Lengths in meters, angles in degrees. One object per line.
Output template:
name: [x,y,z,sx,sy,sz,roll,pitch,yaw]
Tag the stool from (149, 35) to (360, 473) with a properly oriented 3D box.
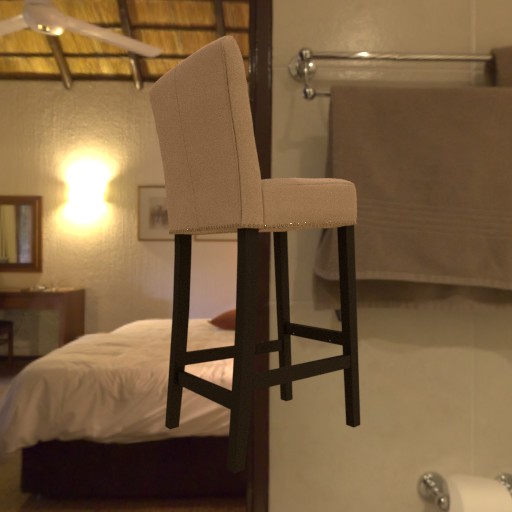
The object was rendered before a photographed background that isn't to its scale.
stool: [0.000,0.000,1.341,0.548,1.047,0.411,0,0,-38]
